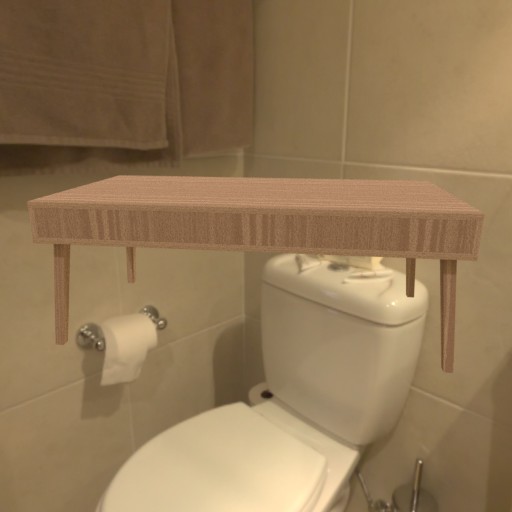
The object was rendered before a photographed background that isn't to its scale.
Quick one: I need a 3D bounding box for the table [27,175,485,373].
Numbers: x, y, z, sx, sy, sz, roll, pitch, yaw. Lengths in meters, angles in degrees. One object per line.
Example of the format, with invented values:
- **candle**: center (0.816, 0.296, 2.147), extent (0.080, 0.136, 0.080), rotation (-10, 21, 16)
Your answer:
- **table**: center (0.000, 0.000, 1.499), extent (1.200, 0.450, 0.600), rotation (2, 17, 8)
